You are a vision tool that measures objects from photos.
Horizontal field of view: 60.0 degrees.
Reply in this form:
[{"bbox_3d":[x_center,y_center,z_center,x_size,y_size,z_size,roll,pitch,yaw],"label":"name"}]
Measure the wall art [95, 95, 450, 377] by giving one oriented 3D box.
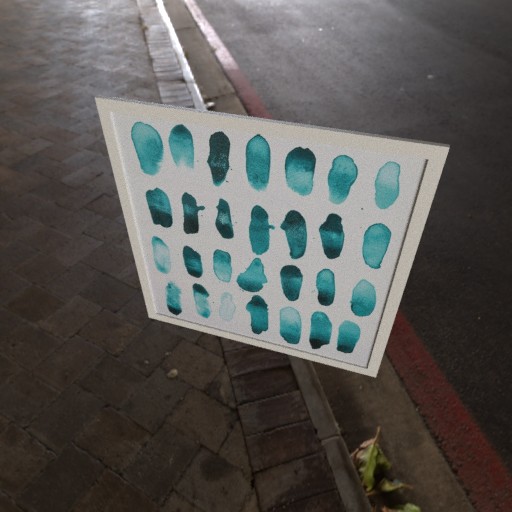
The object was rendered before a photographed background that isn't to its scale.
[{"bbox_3d":[0.000,0.000,1.249,0.812,0.813,0.013,12,43,13],"label":"wall art"}]
